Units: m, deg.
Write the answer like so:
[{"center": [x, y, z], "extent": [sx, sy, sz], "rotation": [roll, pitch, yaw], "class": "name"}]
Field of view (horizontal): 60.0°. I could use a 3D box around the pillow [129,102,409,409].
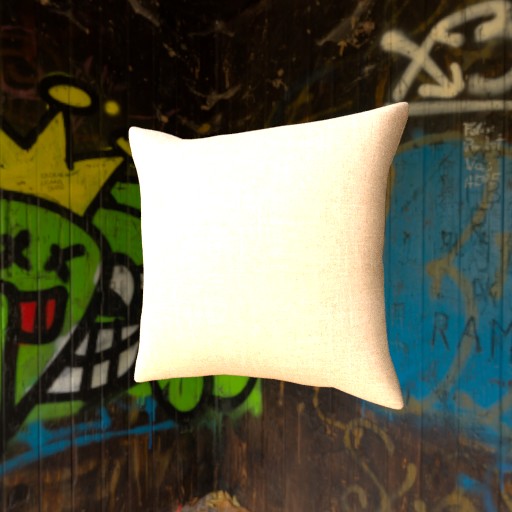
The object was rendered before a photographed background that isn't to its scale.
[{"center": [0.000, 0.000, 0.636], "extent": [0.414, 0.399, 0.173], "rotation": [0, 1, 18], "class": "pillow"}]
